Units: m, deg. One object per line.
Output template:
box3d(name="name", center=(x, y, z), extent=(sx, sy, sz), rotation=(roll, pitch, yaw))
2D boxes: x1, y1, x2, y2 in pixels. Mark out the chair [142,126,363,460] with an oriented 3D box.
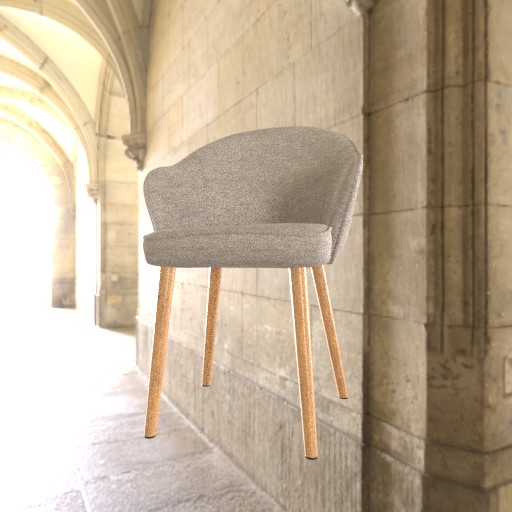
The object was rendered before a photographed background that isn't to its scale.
box3d(name="chair", center=(0.000, 0.000, 1.145), extent=(0.540, 0.800, 0.530), rotation=(0, 0, 16))
